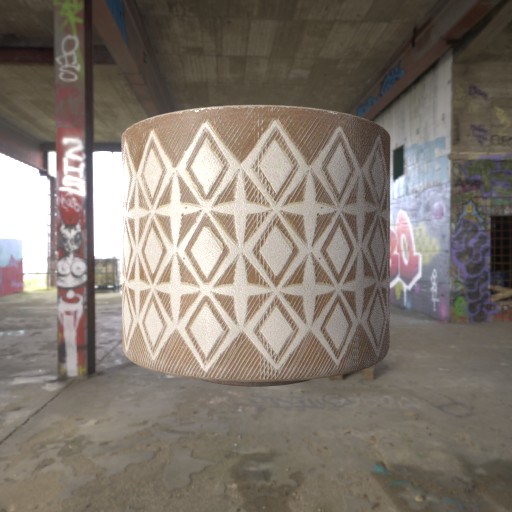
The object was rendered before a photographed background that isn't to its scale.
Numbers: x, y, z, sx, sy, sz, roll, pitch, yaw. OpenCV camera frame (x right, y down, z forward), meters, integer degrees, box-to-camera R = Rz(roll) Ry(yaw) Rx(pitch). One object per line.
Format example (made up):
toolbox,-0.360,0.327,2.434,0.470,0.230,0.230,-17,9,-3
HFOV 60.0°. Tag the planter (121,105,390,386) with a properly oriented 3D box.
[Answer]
planter,0.000,0.000,0.334,0.193,0.165,0.193,0,1,0
